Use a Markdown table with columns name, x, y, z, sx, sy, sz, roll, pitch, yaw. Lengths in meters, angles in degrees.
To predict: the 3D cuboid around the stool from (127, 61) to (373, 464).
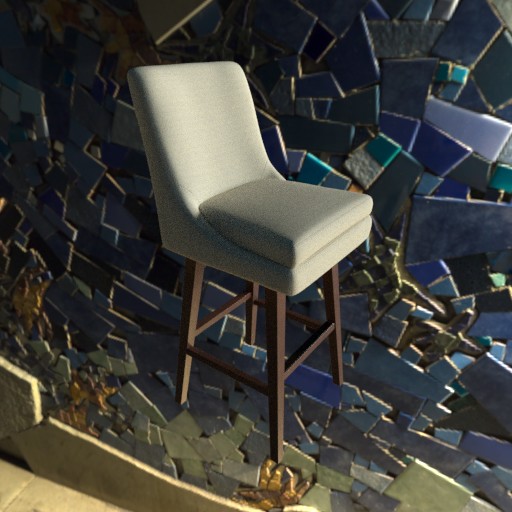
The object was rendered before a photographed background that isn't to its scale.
| name | x | y | z | sx | sy | sz | roll | pitch | yaw |
| --- | --- | --- | --- | --- | --- | --- | --- | --- | --- |
| stool | 0.000 | 0.000 | 1.388 | 0.559 | 1.093 | 0.483 | 18 | 31 | 32 |
